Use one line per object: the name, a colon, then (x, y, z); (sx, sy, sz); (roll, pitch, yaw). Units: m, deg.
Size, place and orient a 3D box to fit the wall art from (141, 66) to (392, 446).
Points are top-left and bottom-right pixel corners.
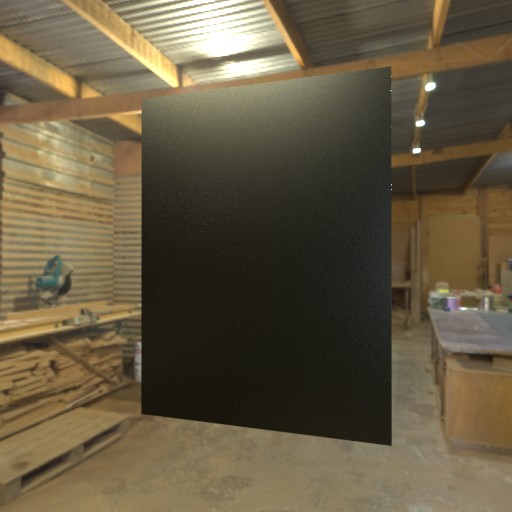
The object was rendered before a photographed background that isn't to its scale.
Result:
wall art: (0.000, 0.000, 0.756); (0.442, 0.582, 0.013); (0, 0, 18)
